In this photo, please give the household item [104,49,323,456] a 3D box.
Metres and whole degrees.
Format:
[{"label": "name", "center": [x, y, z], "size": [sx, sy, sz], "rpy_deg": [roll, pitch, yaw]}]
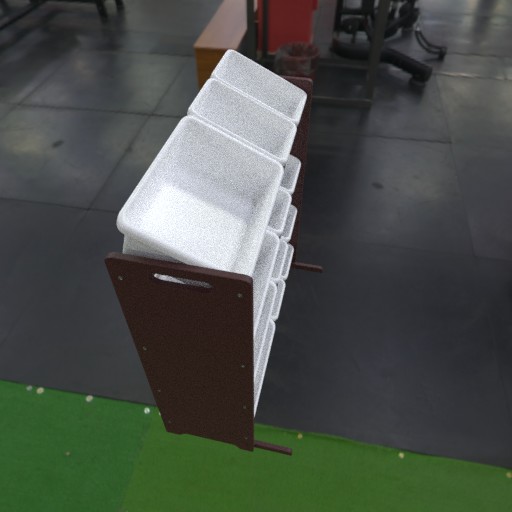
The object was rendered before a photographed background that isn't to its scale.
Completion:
[{"label": "household item", "center": [0.000, 0.000, 1.287], "size": [0.389, 0.864, 0.787], "rpy_deg": [9, 47, 9]}]
